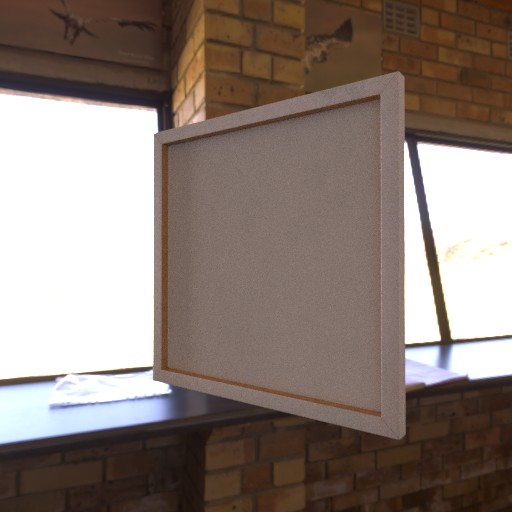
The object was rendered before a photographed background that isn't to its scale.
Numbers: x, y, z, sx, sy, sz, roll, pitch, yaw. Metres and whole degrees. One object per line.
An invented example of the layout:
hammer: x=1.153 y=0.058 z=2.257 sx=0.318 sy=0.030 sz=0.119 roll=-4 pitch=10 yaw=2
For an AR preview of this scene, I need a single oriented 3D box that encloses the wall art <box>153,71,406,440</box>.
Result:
wall art: x=0.000 y=0.000 z=1.154 sx=0.762 sy=0.762 sz=0.038 roll=0 pitch=-1 yaw=36
